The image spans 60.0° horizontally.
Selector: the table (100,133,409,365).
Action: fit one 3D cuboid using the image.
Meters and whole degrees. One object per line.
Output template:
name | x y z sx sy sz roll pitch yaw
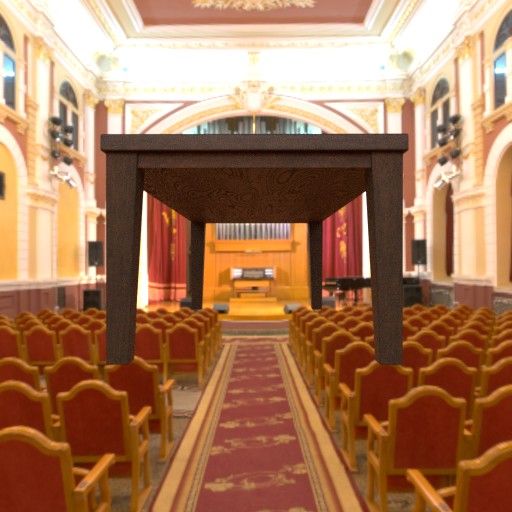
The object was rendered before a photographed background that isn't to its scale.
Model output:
table | 0.000 0.000 2.437 1.016 0.762 1.981 0 -1 0
